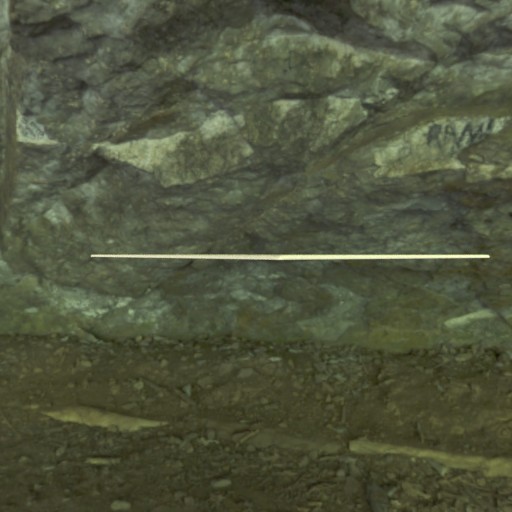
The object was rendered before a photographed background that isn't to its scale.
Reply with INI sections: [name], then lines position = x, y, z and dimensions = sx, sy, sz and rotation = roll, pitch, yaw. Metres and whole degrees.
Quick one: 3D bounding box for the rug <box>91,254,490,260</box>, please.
[rug]
position = 0.000, 0.000, 2.101
dimensions = 1.067, 0.013, 1.676
rotation = 0, 0, -36
